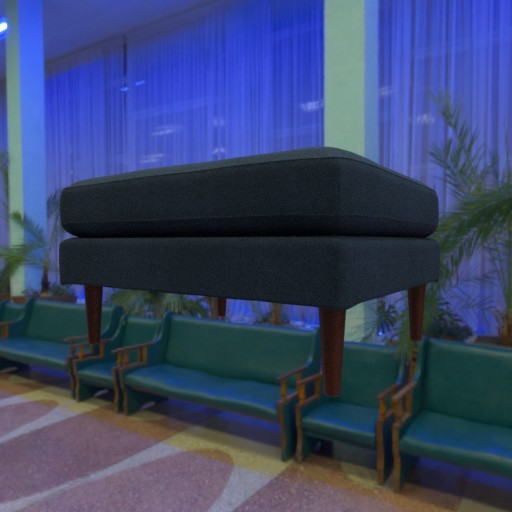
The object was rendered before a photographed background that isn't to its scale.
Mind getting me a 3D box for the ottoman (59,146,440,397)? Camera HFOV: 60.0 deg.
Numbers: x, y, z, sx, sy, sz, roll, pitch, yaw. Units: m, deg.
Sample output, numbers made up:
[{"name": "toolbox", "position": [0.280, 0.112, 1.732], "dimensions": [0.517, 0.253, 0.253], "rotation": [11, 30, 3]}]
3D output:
[{"name": "ottoman", "position": [0.000, 0.000, 1.223], "dimensions": [0.821, 0.474, 0.693], "rotation": [1, 2, 35]}]
